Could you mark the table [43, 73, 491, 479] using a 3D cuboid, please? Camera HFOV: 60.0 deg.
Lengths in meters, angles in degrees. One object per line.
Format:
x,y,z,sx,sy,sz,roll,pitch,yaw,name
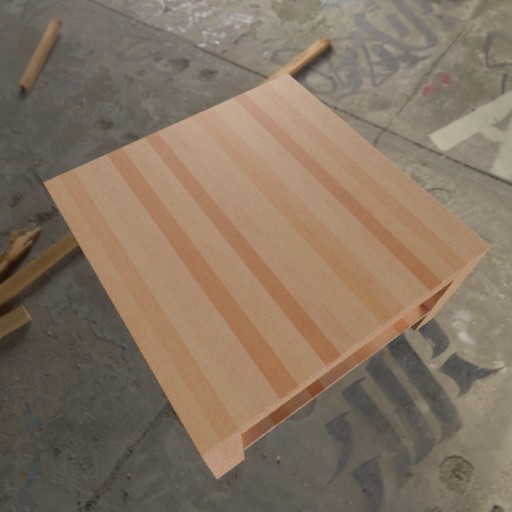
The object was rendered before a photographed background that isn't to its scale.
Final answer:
0.000,0.000,1.431,0.900,0.450,0.900,-30,63,-18,table
